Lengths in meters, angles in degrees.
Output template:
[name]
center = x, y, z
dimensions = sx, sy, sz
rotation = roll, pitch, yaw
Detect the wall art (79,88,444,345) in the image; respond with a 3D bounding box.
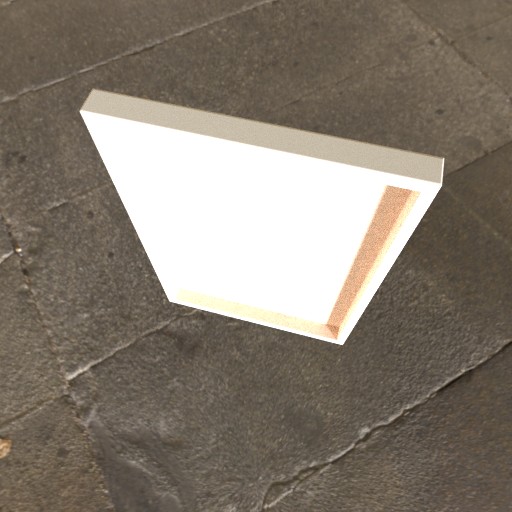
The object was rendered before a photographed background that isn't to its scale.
[wall art]
center = 0.000, 0.000, 0.774
dimensions = 0.418, 0.608, 0.038
rotation = 13, 64, 7
